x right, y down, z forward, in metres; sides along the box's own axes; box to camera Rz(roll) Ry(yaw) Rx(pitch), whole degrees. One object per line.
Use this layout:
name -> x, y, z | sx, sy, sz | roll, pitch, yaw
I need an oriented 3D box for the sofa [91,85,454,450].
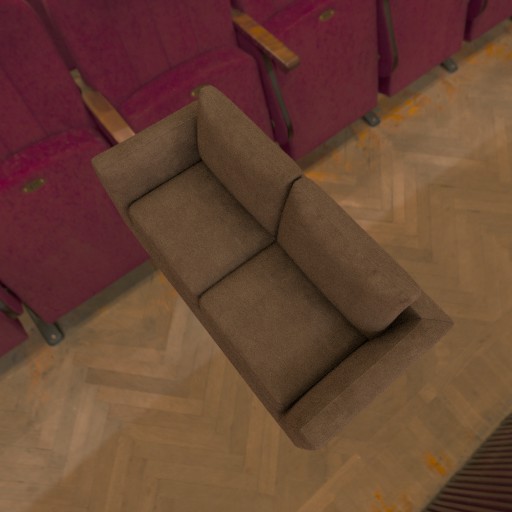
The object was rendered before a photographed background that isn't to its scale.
sofa -> 0.000, 0.000, 2.385 | 0.855, 1.013, 1.832 | -35, 69, -16
